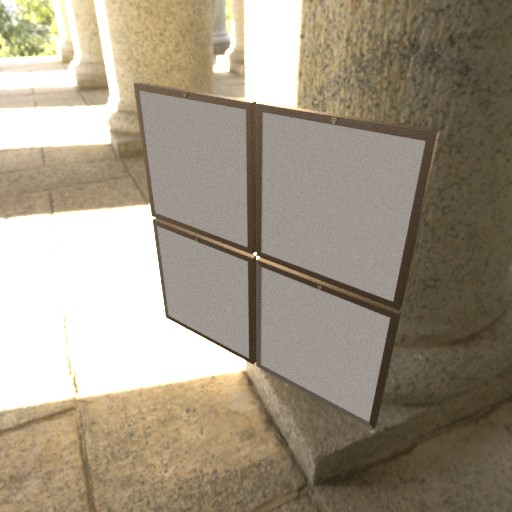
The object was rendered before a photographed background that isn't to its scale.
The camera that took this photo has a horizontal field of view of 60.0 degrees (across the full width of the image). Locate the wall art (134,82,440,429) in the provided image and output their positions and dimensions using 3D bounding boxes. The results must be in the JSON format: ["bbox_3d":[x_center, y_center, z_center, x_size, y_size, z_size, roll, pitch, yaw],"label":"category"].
[{"bbox_3d":[0.000,0.000,1.540,1.032,1.032,0.030,21,37,30],"label":"wall art"}]
